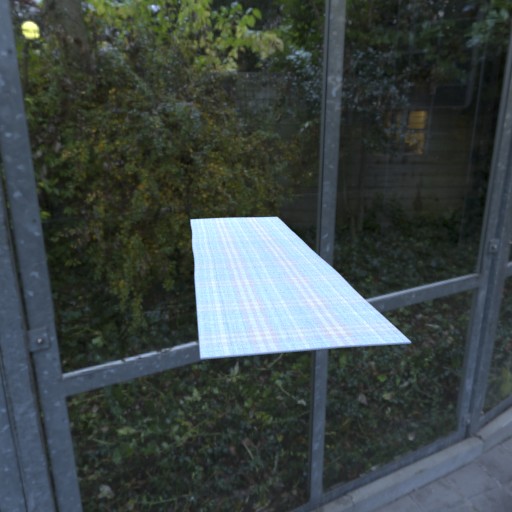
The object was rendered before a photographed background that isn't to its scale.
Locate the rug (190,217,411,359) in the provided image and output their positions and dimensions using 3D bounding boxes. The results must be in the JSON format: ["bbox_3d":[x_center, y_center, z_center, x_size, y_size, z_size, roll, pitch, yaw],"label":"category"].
[{"bbox_3d":[0.000,0.000,2.711,0.762,0.013,2.439,-2,16,-9],"label":"rug"}]
